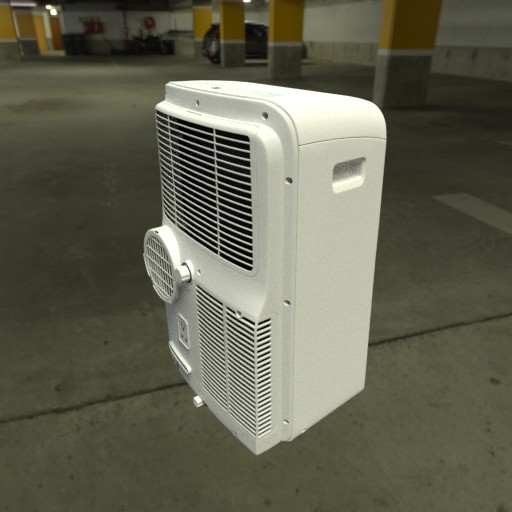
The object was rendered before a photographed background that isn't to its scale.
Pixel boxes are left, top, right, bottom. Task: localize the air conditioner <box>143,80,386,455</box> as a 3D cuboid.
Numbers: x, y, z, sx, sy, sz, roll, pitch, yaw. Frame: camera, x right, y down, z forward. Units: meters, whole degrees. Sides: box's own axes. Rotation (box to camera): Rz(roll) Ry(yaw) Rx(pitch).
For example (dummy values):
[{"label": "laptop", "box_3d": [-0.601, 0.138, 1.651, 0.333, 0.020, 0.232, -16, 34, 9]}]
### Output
[{"label": "air conditioner", "box_3d": [0.000, 0.000, 0.968, 0.365, 0.700, 0.454, -18, 32, -32]}]
